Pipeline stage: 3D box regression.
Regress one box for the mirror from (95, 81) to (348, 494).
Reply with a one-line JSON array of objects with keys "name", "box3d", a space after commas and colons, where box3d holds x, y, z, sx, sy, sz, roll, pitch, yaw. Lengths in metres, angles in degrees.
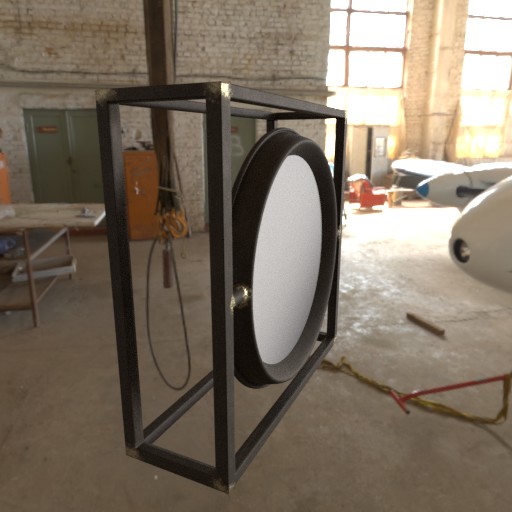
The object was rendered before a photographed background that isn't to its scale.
[{"name": "mirror", "box3d": [0.000, 0.000, 0.463, 0.107, 0.303, 0.306, 7, 16, 25]}]
